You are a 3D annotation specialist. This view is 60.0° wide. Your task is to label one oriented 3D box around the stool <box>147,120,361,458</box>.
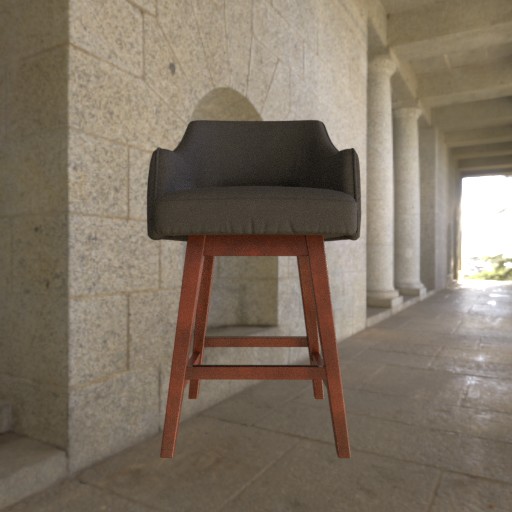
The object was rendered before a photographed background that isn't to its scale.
[{"bbox_3d":[0.000,0.000,1.250,0.548,0.912,0.558,0,0,0],"label":"stool"}]
